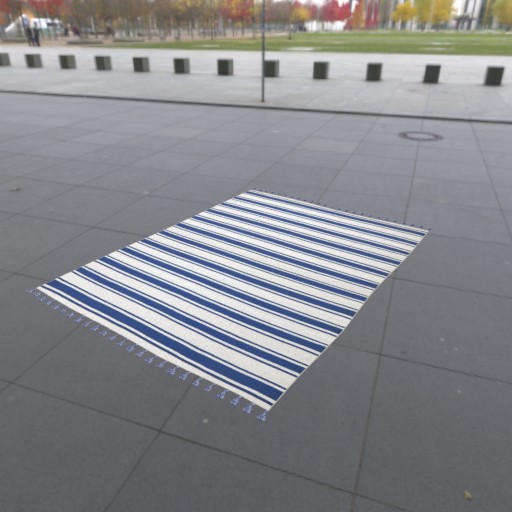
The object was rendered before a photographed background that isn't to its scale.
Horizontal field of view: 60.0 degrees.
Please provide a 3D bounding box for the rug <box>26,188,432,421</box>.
[{"bbox_3d":[0.000,0.000,4.400,2.471,0.016,3.416,18,32,31],"label":"rug"}]
